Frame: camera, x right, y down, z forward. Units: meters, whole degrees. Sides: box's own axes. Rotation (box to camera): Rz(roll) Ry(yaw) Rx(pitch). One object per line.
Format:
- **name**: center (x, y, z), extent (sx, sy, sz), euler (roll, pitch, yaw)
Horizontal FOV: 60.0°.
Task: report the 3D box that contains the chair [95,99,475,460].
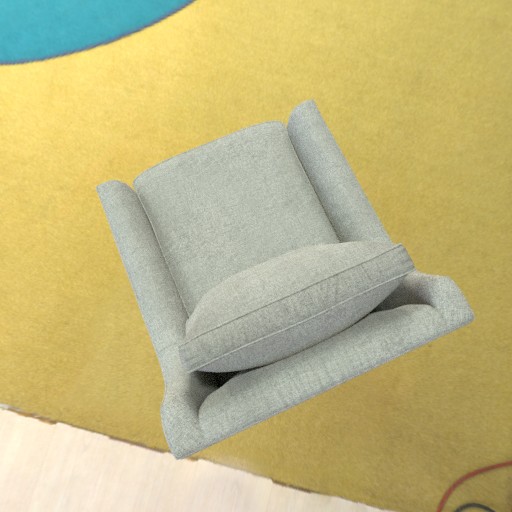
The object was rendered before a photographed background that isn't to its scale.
- **chair**: center (0.000, 0.000, 1.507), extent (0.838, 0.864, 0.918), euler (-23, 77, -6)
